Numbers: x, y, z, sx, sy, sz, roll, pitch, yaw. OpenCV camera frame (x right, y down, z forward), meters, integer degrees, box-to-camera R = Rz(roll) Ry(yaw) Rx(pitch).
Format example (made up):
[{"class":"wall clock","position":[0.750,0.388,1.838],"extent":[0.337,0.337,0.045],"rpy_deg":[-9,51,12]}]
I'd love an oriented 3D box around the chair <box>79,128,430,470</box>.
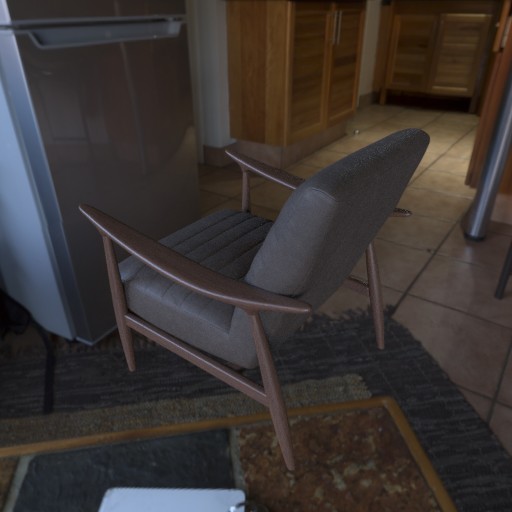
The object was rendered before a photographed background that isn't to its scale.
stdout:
[{"class":"chair","position":[0.000,0.000,1.420],"extent":[0.798,0.831,0.741],"rpy_deg":[21,37,31]}]
